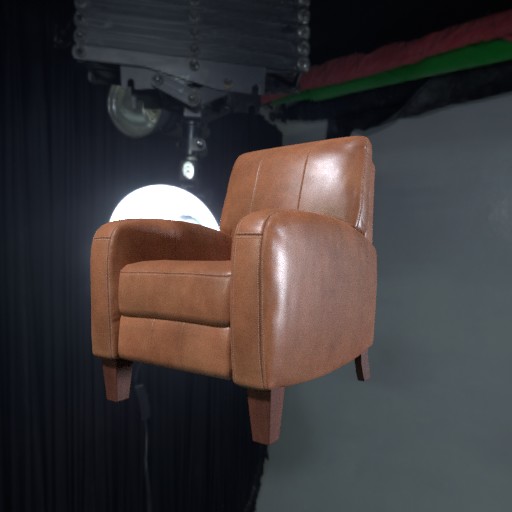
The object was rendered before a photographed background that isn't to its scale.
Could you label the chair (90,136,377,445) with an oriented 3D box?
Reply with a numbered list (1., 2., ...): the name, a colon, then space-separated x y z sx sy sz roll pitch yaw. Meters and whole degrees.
1. chair: 0.000 0.000 1.693 0.762 0.990 0.990 0 0 34
